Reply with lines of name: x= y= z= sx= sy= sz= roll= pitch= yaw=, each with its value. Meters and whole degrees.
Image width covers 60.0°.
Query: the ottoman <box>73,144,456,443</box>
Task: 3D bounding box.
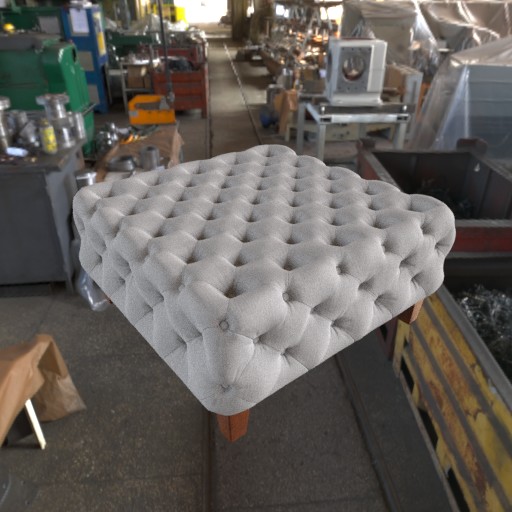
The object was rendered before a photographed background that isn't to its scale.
ottoman: x=0.000 y=0.000 z=1.218 sx=0.758 sy=0.365 sz=0.764 roll=-22 pitch=37 yaw=-33
